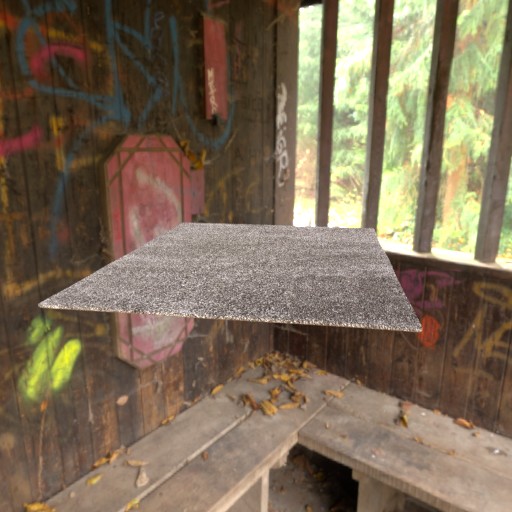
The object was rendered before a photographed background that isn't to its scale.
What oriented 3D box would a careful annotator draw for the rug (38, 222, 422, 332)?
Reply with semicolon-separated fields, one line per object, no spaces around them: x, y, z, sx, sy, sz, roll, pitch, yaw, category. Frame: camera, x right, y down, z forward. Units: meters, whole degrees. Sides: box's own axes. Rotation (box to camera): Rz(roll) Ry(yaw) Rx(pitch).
0.000;0.000;4.128;2.401;0.025;3.000;2;15;9;rug
